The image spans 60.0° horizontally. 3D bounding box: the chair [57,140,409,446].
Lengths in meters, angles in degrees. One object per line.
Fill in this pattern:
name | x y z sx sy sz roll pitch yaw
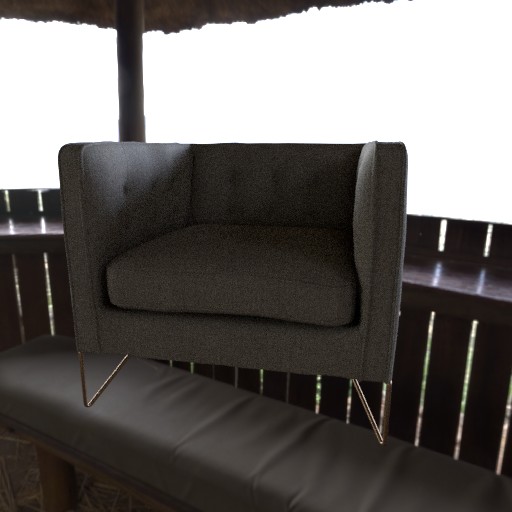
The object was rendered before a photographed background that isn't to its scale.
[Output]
chair | 0.000 0.000 1.581 0.920 0.799 0.912 3 14 12
